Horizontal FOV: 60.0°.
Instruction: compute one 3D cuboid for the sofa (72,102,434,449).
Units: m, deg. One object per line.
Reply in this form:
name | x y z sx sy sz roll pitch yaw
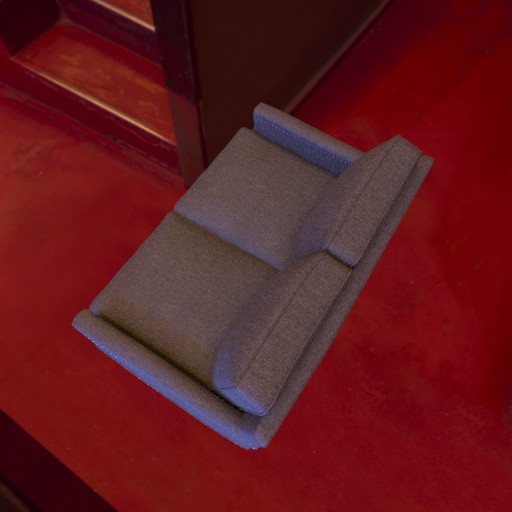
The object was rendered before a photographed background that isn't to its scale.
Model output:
sofa | 0.000 0.000 2.267 1.084 1.003 1.597 30 68 14
